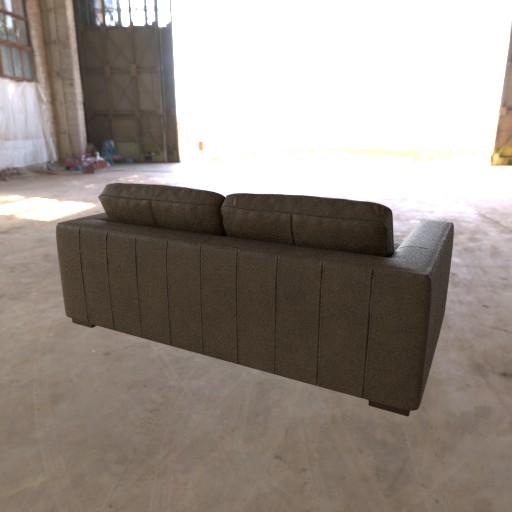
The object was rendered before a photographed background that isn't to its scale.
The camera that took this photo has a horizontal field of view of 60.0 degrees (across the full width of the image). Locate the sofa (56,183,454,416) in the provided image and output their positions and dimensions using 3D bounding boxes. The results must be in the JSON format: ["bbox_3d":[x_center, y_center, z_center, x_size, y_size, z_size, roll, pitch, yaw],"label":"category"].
[{"bbox_3d":[0.000,0.000,2.434,1.920,0.800,1.070,8,18,27],"label":"sofa"}]
